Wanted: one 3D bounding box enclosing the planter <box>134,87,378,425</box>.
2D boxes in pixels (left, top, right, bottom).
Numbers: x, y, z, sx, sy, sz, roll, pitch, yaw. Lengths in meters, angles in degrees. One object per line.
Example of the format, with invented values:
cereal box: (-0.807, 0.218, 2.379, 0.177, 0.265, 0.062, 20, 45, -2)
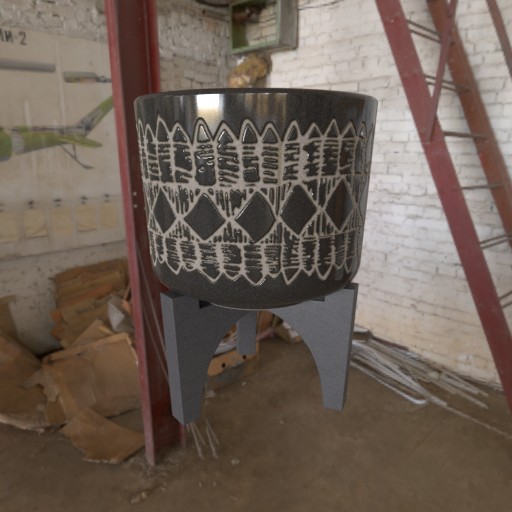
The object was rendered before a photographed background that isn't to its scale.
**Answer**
planter: (0.000, 0.000, 0.399, 0.196, 0.264, 0.196, -2, 14, -8)
